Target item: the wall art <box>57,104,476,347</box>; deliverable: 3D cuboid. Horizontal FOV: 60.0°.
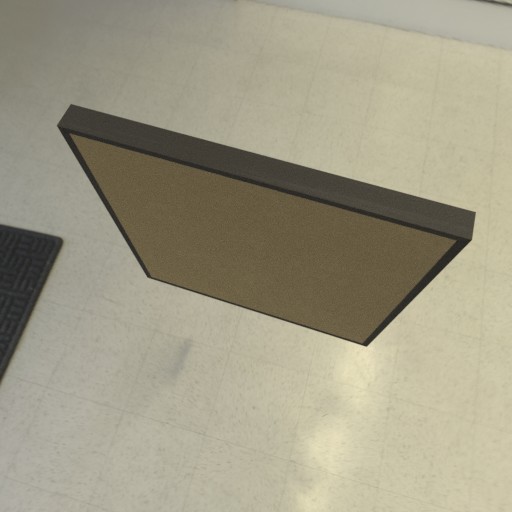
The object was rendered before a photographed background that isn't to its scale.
[{"bbox_3d":[0.000,0.000,0.755,0.509,0.507,0.037,17,66,7],"label":"wall art"}]
